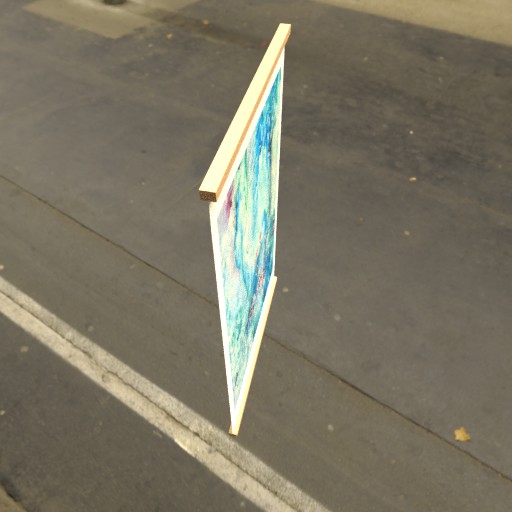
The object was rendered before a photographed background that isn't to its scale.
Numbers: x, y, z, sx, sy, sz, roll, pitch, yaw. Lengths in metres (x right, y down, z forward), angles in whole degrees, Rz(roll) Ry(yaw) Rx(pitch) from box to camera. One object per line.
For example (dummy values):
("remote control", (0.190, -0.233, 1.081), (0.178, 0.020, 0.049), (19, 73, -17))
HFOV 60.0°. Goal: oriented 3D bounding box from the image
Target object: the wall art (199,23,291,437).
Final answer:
("wall art", (0.000, 0.000, 1.276), (0.027, 1.020, 0.669), (10, 49, 9))
